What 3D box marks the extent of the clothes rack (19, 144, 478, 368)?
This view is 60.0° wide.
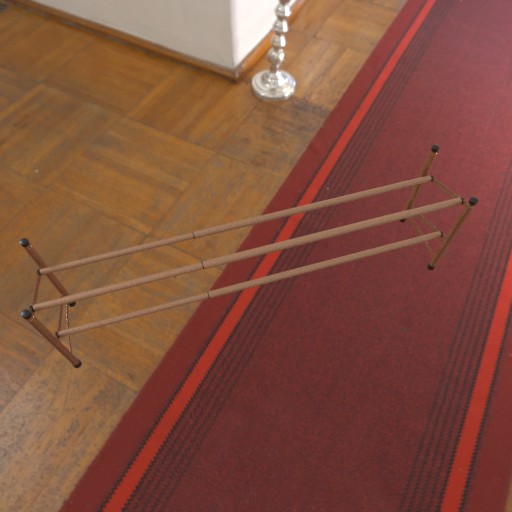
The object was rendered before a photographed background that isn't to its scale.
[{"bbox_3d":[0.000,0.000,1.283,1.168,0.349,0.229,-14,59,-9],"label":"clothes rack"}]
